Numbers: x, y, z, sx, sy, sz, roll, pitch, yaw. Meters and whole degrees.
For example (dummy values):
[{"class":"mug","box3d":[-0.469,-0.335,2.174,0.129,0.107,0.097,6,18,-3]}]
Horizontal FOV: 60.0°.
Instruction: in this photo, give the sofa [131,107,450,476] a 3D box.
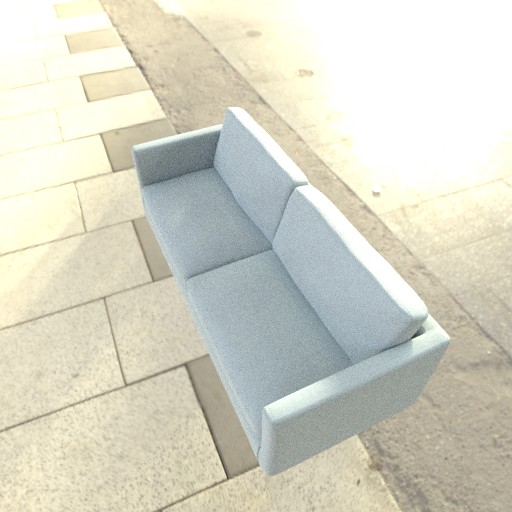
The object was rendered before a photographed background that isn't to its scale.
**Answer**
[{"class":"sofa","box3d":[0.000,0.000,2.732,0.951,0.965,2.208,-19,49,-17]}]
